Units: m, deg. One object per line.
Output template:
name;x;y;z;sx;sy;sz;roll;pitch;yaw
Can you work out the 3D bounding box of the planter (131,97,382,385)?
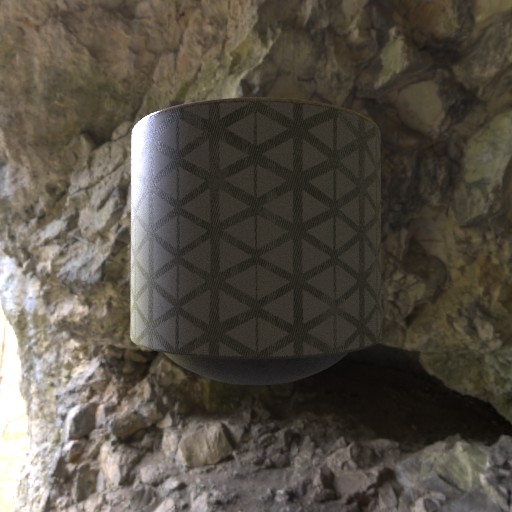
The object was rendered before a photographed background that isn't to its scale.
planter;0.000;0.000;0.350;0.190;0.181;0.190;0;-1;0
